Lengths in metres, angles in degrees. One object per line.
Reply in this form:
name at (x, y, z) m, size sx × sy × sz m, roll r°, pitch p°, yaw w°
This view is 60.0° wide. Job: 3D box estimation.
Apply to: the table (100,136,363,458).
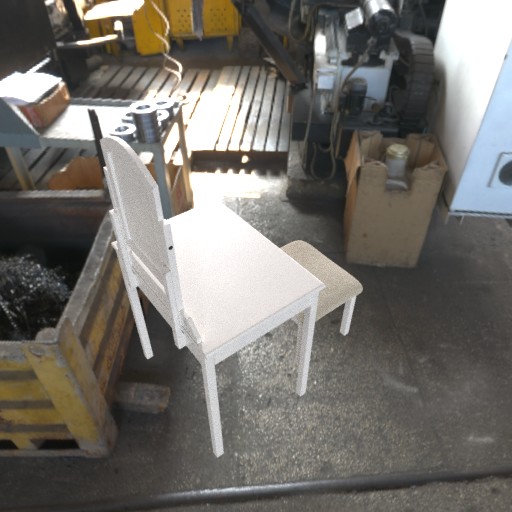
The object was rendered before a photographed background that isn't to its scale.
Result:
table at (0.000, 0.000, 2.297) m, size 1.211 × 1.631 × 0.876 m, roll -27°, pitch 48°, yaw -27°
